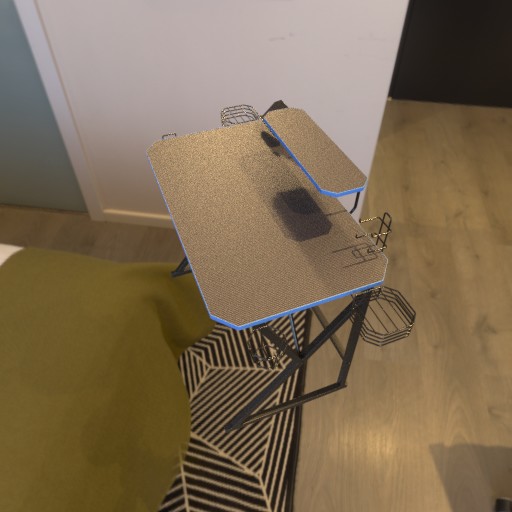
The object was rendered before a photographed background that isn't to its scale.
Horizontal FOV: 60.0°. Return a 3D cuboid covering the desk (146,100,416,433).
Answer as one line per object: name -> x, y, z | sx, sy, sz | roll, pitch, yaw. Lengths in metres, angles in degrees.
desk -> 0.000, 0.000, 1.749 | 0.594, 0.909, 1.295 | -16, 48, -15
